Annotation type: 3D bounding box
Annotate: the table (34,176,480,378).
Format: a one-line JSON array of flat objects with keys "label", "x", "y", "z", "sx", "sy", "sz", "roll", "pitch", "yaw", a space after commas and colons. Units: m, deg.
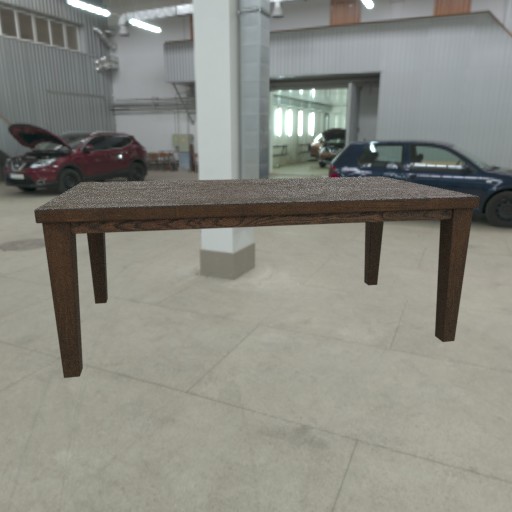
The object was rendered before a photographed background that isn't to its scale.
[{"label": "table", "x": 0.000, "y": 0.000, "z": 2.511, "sx": 1.981, "sy": 0.762, "sz": 1.016, "roll": -3, "pitch": 16, "yaw": -10}]
